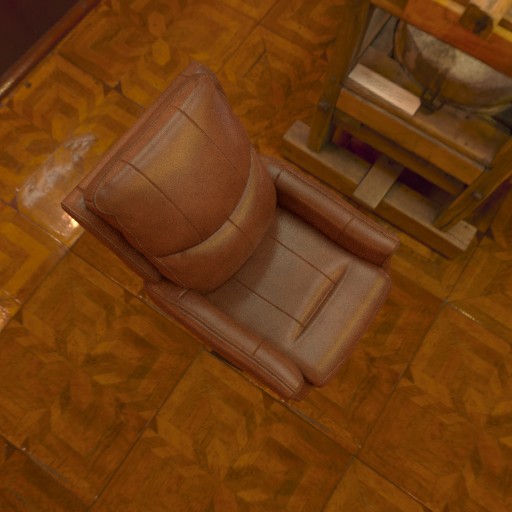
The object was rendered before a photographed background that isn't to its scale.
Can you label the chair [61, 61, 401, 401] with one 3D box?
[{"bbox_3d":[0.000,0.000,1.766,1.072,1.016,0.821,36,78,9],"label":"chair"}]
